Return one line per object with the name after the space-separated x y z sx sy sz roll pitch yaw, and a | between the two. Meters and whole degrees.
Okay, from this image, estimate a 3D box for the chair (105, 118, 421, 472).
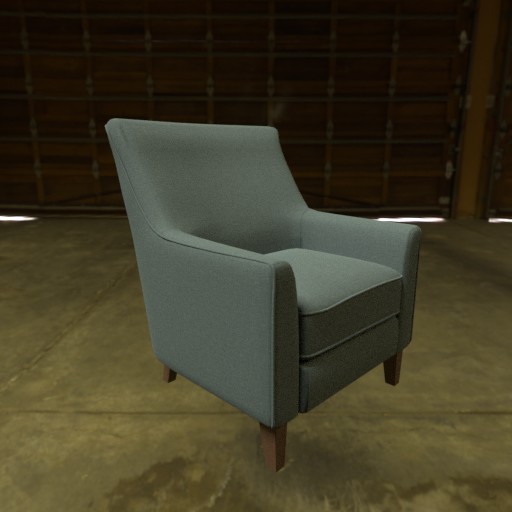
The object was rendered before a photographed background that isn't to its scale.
0.000 0.000 1.550 0.756 0.916 0.879 -13 18 -43 | chair
